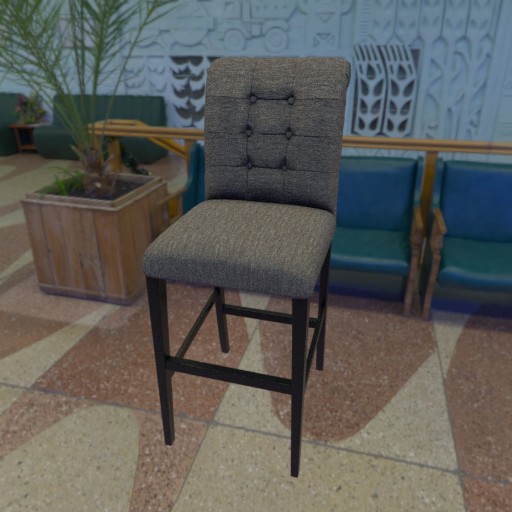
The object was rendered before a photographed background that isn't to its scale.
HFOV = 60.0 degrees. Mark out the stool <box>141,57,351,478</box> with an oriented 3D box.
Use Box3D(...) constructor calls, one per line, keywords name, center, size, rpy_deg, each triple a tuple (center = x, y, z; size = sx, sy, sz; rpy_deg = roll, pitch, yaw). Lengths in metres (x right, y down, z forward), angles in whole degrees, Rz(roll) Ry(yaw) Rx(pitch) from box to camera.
Box3D(name="stool", center=(0.000, 0.000, 1.384), size=(0.452, 1.131, 0.613), rpy_deg=(7, 25, 15))
